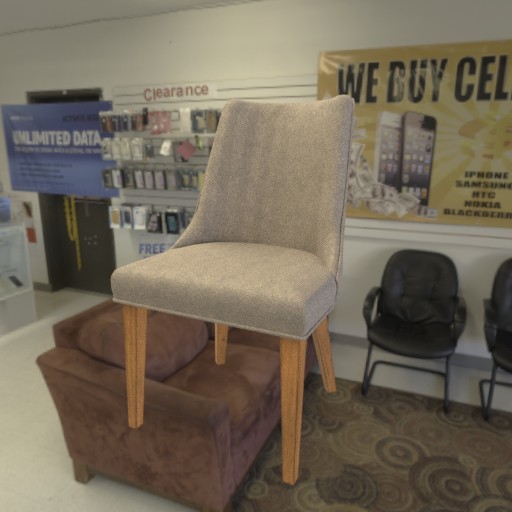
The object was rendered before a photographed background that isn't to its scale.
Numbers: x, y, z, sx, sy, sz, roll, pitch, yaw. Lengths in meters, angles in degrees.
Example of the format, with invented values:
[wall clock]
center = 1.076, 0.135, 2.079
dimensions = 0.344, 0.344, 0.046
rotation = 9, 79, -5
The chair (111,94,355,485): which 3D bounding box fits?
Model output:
[chair]
center = 0.000, 0.000, 1.306
dimensions = 0.548, 0.916, 0.636
rotation = 7, 17, 25
